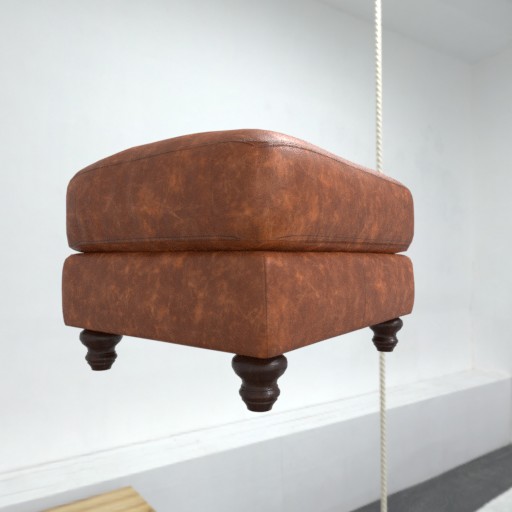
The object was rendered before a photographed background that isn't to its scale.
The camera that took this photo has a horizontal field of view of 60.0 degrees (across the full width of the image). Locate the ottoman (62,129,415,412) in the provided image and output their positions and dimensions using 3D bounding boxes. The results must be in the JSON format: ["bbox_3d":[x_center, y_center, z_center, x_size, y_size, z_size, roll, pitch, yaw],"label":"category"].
[{"bbox_3d":[0.000,0.000,1.216,0.657,0.562,0.832,0,0,36],"label":"ottoman"}]
